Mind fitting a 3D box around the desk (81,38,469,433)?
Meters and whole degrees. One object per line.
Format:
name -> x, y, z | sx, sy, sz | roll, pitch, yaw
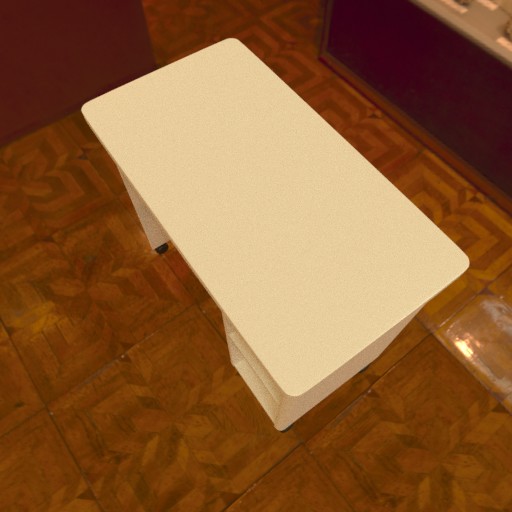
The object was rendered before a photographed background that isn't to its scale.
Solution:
desk -> 0.000, 0.000, 1.338 | 0.475, 0.763, 0.877 | -32, 67, -16
